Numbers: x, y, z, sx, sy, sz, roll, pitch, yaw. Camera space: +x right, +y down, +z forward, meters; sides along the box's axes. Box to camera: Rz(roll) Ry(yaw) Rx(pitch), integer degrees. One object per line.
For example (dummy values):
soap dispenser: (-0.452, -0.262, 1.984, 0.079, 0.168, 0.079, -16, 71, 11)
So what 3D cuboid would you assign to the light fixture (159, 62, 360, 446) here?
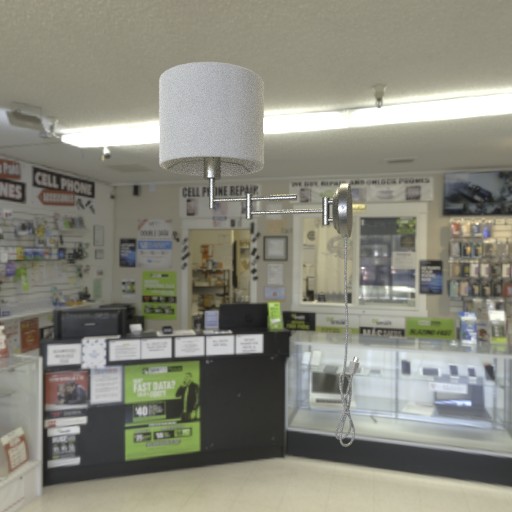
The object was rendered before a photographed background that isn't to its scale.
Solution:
light fixture: (0.000, 0.000, 1.052, 0.479, 0.842, 0.253, 0, 0, 18)
